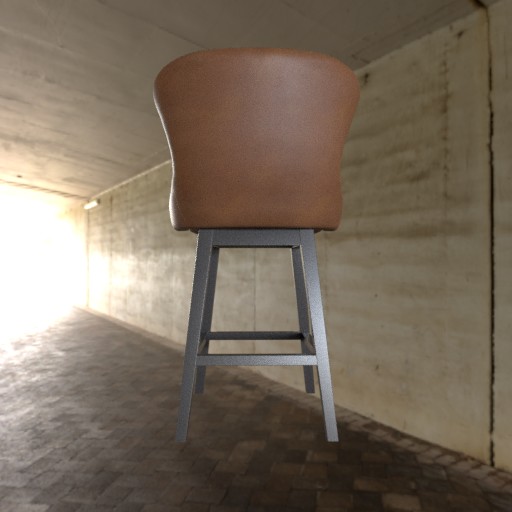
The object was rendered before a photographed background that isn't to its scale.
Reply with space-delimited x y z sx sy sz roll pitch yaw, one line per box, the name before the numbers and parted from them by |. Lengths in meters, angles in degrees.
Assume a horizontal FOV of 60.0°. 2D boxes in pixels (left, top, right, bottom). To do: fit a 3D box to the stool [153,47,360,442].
stool | 0.000 0.000 1.306 0.528 0.971 0.593 0 0 -1
